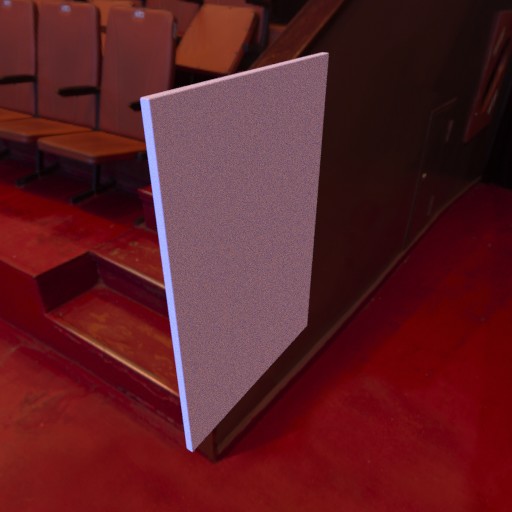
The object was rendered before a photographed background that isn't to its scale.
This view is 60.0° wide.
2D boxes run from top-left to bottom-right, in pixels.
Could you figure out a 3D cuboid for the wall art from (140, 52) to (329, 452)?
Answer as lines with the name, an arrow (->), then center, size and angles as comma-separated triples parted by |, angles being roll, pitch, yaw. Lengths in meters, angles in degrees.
wall art -> 0.000, 0.000, 0.615 | 0.011, 0.482, 0.329 | 20, 37, 29
